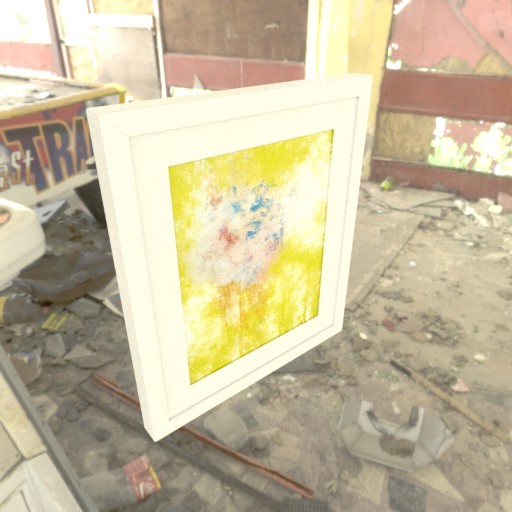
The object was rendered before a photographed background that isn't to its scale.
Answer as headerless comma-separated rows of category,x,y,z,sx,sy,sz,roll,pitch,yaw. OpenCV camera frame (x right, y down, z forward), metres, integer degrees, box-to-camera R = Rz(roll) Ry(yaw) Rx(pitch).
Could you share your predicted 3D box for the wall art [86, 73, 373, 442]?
wall art,0.000,0.000,0.532,0.331,0.381,0.028,-22,36,-33
